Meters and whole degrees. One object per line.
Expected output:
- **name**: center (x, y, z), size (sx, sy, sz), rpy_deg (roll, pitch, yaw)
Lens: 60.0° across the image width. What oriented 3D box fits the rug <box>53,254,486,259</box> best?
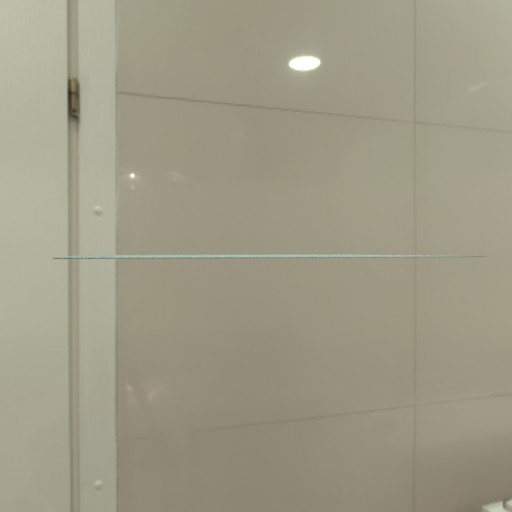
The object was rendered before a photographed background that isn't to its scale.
- **rug**: center (0.000, 0.000, 3.749), size (2.895, 0.006, 1.982), rpy_deg (0, 1, -17)
